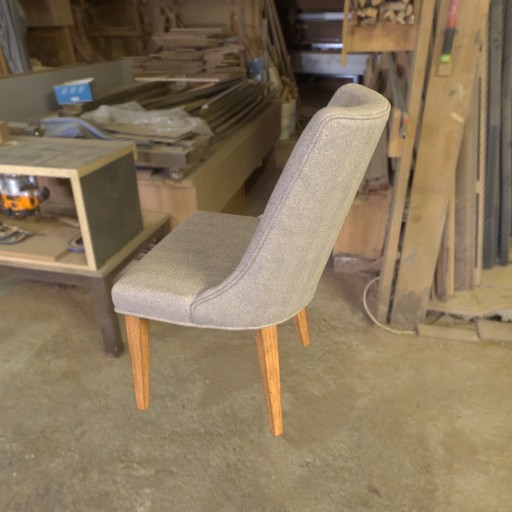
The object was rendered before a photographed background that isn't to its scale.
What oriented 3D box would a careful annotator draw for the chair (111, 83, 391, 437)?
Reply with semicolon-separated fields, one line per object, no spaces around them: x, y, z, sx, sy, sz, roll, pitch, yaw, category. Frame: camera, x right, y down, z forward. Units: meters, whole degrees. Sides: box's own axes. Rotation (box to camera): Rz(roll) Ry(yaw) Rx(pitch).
0.000;0.000;1.289;0.636;0.916;0.548;8;29;15;chair
